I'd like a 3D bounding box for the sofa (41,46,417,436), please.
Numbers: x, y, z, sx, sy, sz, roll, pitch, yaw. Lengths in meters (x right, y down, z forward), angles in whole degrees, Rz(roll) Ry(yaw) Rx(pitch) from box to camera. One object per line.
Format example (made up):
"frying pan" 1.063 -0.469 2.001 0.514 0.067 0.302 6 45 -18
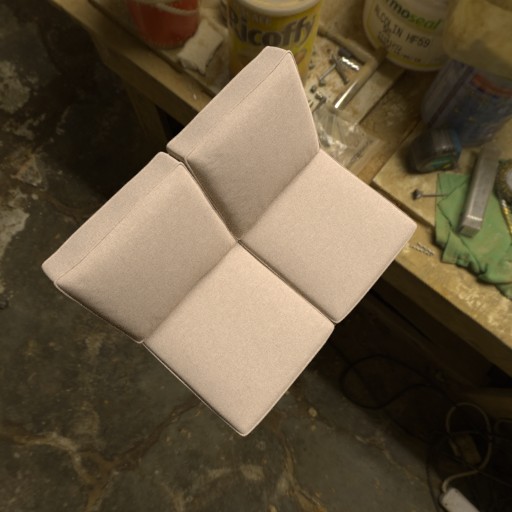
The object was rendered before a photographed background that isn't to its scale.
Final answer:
"sofa" 0.000 0.000 1.966 0.951 1.008 1.237 40 78 10
